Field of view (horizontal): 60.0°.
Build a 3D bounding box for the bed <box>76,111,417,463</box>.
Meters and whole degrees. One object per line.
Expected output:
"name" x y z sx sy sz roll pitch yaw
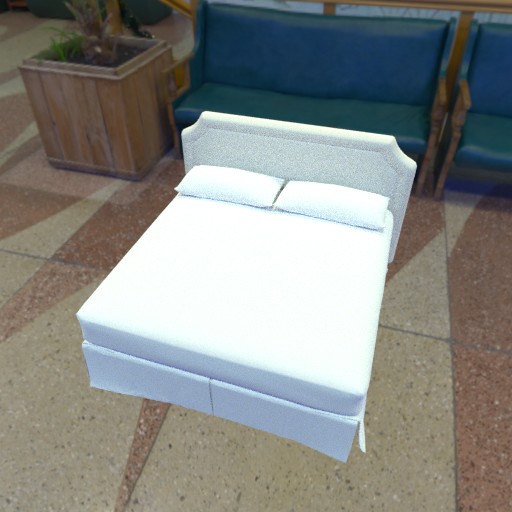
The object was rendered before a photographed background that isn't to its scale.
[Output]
"bed" 0.000 0.000 3.477 2.160 1.301 2.204 12 42 14
